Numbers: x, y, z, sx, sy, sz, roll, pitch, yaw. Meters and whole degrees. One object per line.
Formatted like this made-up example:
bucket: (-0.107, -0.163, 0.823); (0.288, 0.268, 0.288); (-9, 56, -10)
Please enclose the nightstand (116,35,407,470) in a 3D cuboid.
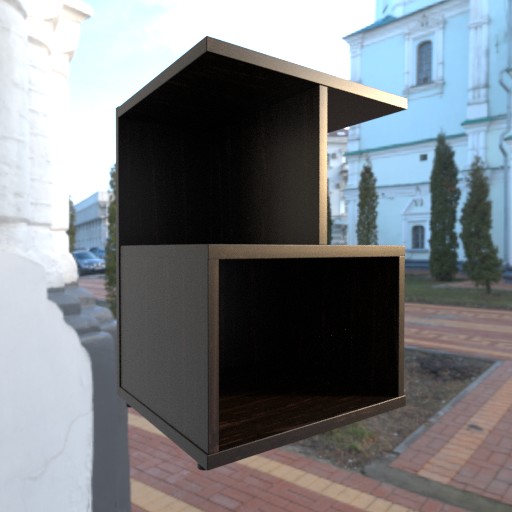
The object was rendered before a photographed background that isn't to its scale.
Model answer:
nightstand: (0.000, 0.000, 0.813); (0.400, 0.559, 0.356); (-1, 1, -35)
